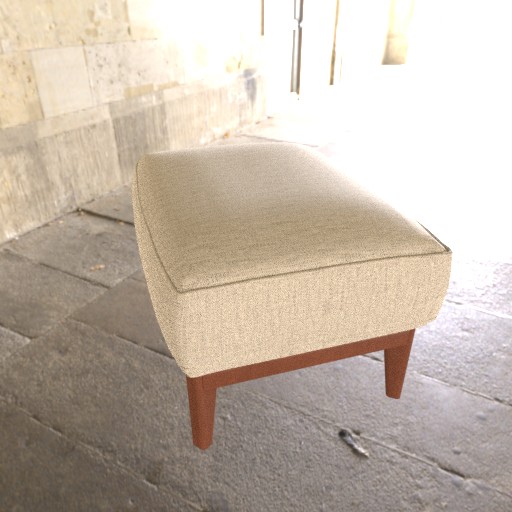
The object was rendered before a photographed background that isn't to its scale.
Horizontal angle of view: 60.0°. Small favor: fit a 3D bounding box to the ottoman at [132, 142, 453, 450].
[{"bbox_3d":[0.000,0.000,1.180,0.594,0.465,0.794,-9,31,-15],"label":"ottoman"}]
